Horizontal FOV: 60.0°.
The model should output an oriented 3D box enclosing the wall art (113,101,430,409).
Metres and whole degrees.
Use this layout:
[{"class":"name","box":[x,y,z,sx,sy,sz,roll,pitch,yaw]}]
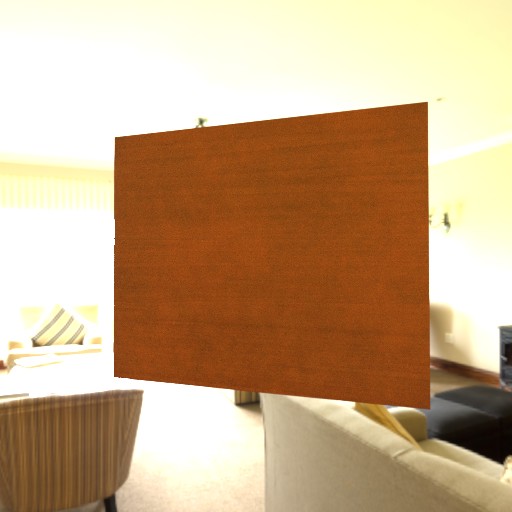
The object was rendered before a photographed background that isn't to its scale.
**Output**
[{"class":"wall art","box":[0.000,0.000,0.552,0.401,0.328,0.030,0,-1,19]}]
